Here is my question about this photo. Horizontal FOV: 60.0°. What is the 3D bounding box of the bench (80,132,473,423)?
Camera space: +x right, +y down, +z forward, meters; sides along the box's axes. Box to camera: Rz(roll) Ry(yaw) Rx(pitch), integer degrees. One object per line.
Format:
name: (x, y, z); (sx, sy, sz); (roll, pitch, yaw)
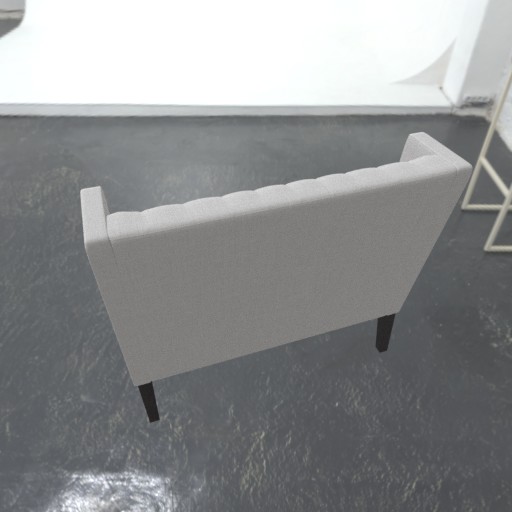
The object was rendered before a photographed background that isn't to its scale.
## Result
bench: (0.000, 0.000, 1.986); (1.280, 1.123, 0.847); (-13, 42, -14)
